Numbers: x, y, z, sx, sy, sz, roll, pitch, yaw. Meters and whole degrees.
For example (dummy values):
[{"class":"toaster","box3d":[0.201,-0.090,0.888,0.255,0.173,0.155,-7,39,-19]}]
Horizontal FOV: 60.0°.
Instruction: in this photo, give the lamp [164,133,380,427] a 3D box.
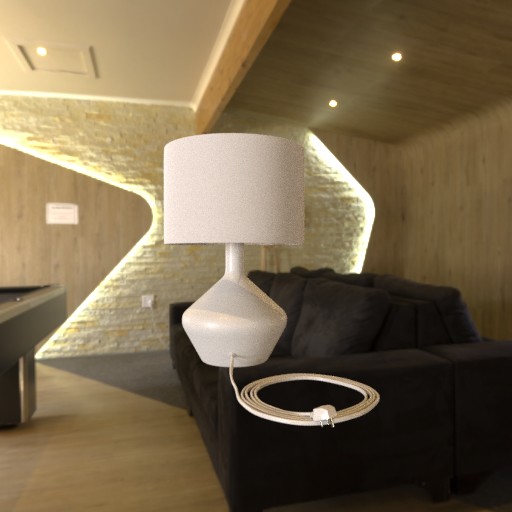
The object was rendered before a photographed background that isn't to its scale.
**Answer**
[{"class":"lamp","box3d":[0.000,0.000,0.855,0.401,0.457,0.546,0,0,1]}]
